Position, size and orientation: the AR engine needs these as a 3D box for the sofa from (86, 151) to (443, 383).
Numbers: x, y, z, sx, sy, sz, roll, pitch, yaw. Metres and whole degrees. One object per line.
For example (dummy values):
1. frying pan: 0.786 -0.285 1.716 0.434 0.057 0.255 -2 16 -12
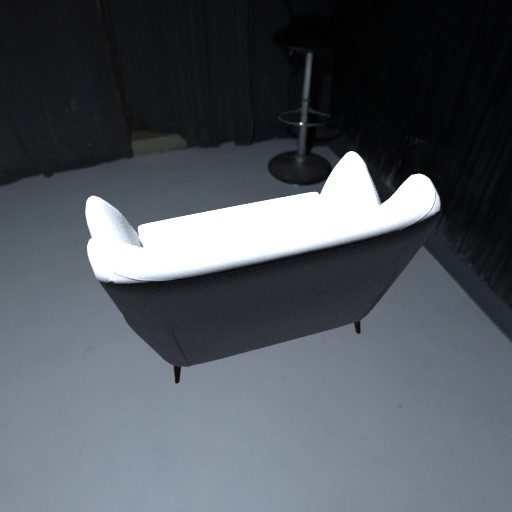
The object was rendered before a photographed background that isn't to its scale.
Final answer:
1. sofa: 0.000 0.000 2.058 1.424 0.878 0.921 -12 45 -13
